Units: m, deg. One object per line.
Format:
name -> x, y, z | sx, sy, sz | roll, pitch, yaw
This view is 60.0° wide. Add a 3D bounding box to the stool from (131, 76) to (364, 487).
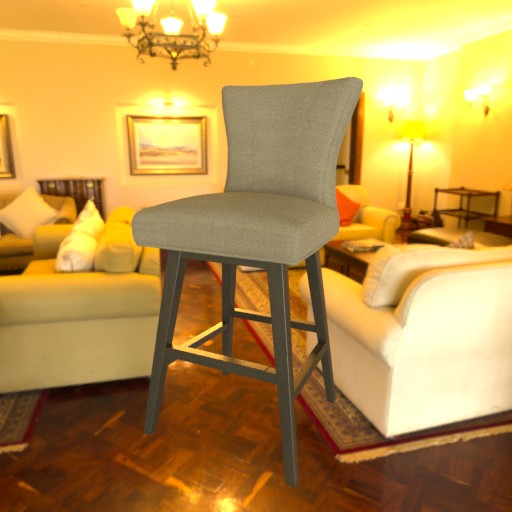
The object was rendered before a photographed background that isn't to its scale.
stool -> 0.000, 0.000, 1.395 | 0.514, 1.086, 0.574 | 7, 15, 26
